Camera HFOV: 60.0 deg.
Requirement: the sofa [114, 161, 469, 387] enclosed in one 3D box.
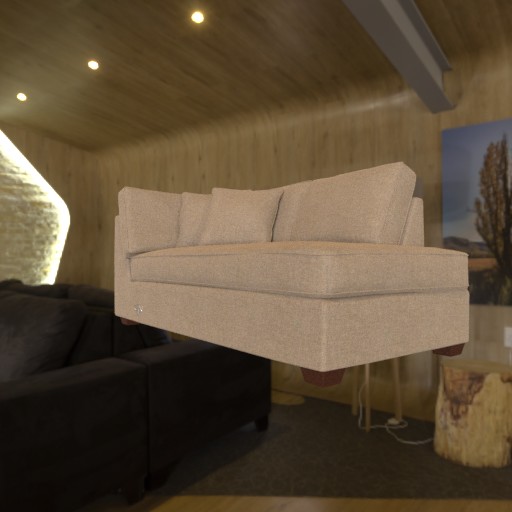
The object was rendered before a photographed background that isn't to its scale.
[{"bbox_3d":[0.000,0.000,2.809,1.110,1.019,2.238,1,-1,-37],"label":"sofa"}]
